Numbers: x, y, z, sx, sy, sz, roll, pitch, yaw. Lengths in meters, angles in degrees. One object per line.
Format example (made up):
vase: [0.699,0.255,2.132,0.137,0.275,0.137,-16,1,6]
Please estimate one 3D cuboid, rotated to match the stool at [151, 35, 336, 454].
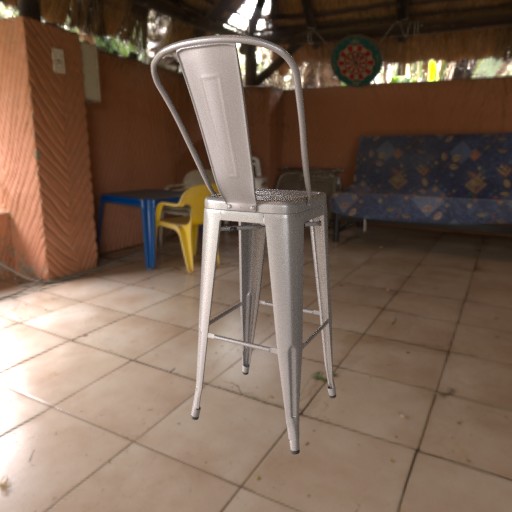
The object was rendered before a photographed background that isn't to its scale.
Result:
stool: [0.000,0.000,1.313,0.399,1.096,0.513,7,16,27]
